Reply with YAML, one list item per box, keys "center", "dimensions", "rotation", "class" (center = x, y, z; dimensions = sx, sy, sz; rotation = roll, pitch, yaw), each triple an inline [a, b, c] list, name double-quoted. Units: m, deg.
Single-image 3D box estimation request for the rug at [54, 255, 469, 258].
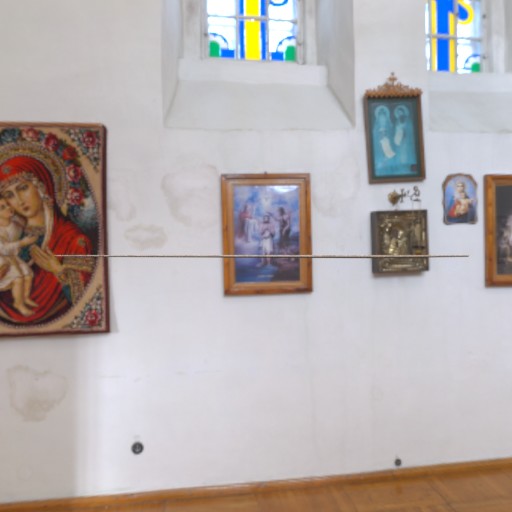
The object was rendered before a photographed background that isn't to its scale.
- center: [0.000, 0.000, 2.344]
  dimensions: [1.829, 0.008, 1.219]
  rotation: [0, 0, 37]
  class: "rug"
